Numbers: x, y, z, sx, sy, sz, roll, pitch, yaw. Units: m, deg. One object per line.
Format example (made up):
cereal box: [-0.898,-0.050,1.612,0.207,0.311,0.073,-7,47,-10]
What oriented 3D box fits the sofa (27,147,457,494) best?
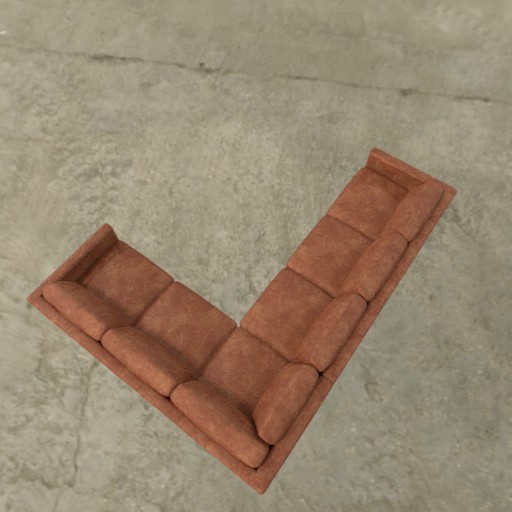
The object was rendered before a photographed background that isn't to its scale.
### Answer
sofa: [0.000,0.000,4.157,2.438,0.838,3.167,33,67,16]
